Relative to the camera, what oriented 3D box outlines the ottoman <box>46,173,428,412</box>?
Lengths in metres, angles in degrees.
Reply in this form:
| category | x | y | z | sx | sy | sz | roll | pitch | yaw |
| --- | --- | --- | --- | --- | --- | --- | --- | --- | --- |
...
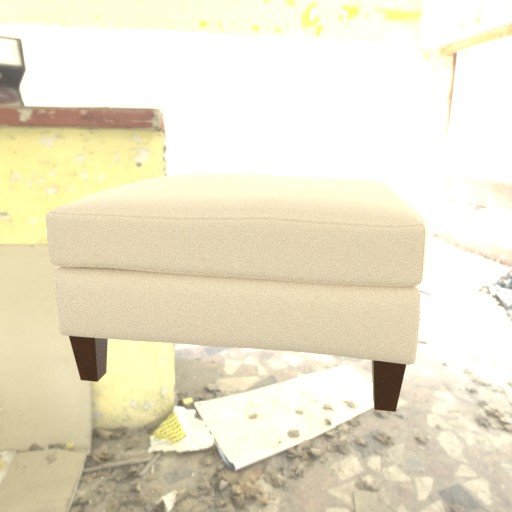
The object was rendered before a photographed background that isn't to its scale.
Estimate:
| category | x | y | z | sx | sy | sz | roll | pitch | yaw |
| --- | --- | --- | --- | --- | --- | --- | --- | --- | --- |
| ottoman | 0.000 | 0.000 | 1.345 | 0.838 | 0.479 | 0.838 | 3 | 15 | 10 |
